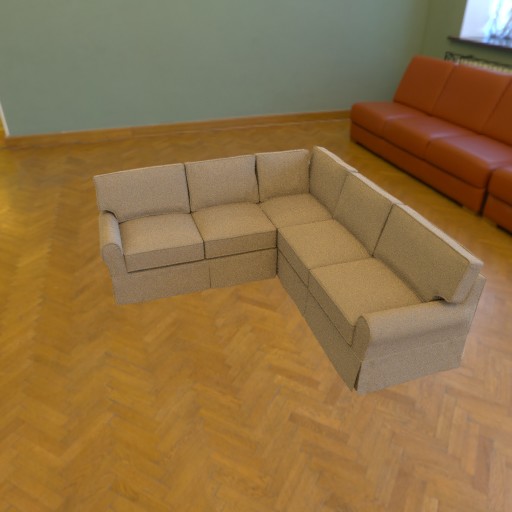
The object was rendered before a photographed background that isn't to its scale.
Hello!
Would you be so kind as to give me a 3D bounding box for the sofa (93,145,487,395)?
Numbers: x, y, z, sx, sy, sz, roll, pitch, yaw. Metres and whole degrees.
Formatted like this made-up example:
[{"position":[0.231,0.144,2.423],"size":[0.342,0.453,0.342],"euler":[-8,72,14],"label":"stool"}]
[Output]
[{"position":[0.000,0.000,4.112],"size":[2.730,1.124,2.733],"euler":[-10,33,-15],"label":"sofa"}]
